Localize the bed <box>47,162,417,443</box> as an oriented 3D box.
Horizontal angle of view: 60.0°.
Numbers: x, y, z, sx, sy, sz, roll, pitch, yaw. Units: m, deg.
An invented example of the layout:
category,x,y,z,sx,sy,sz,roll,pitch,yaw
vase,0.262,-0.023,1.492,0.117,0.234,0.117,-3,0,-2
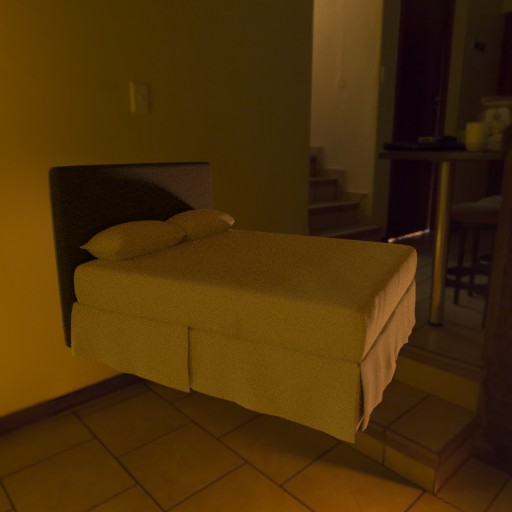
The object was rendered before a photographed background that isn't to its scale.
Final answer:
category,x,y,z,sx,sy,sz,roll,pitch,yaw
bed,0.000,0.000,3.286,2.142,1.330,1.884,7,15,27
